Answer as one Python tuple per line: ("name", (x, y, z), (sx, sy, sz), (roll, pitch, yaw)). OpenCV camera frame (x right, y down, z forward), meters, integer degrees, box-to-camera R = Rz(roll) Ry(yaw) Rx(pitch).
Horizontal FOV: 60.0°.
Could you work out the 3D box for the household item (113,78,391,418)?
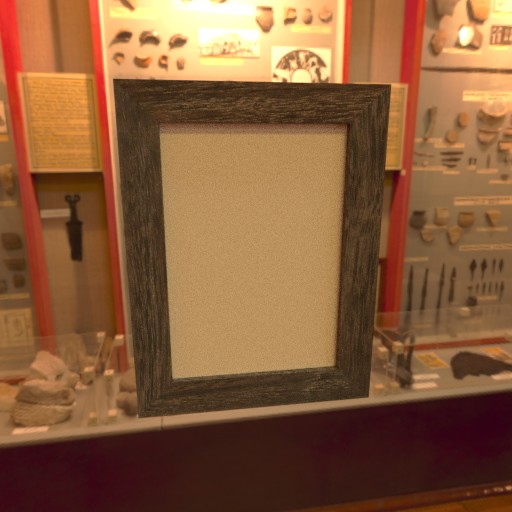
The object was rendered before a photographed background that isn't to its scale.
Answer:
("household item", (0.000, 0.000, 0.288), (0.160, 0.210, 0.020), (-2, 15, -9))
